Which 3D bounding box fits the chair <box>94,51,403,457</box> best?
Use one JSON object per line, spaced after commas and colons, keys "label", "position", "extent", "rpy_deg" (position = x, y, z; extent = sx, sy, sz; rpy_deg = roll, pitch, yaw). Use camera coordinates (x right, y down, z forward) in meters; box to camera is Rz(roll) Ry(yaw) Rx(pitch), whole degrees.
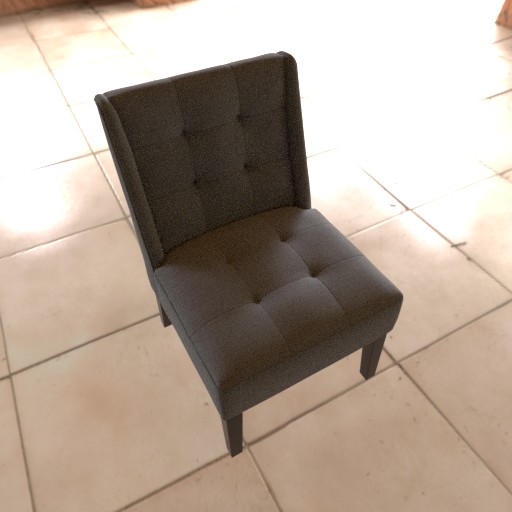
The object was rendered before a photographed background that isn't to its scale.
{"label": "chair", "position": [0.000, 0.000, 1.279], "extent": [0.569, 0.853, 0.676], "rpy_deg": [-22, 50, -20]}
